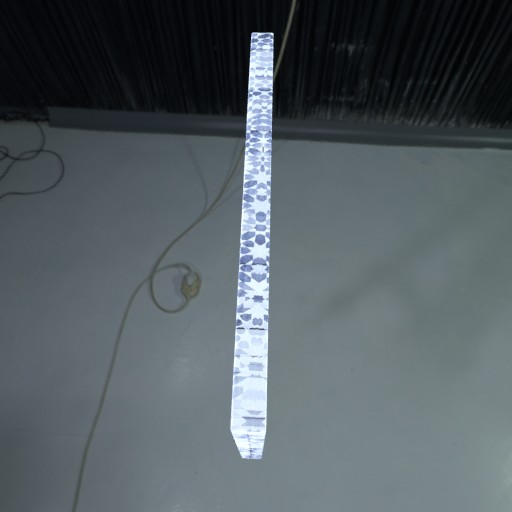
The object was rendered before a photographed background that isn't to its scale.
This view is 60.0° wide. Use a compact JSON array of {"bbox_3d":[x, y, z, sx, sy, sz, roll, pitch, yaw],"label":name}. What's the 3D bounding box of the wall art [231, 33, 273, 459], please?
[{"bbox_3d":[0.000,0.000,1.134,0.057,0.608,0.911,2,62,1],"label":"wall art"}]
